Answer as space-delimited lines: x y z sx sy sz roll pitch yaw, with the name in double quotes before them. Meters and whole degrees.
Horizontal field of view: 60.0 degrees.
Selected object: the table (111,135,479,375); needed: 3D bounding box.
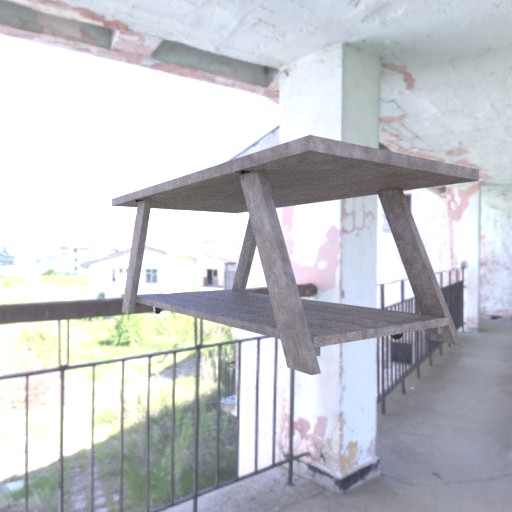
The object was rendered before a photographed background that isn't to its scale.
"table" 0.000 0.000 1.516 0.610 0.470 1.219 0 0 -35
